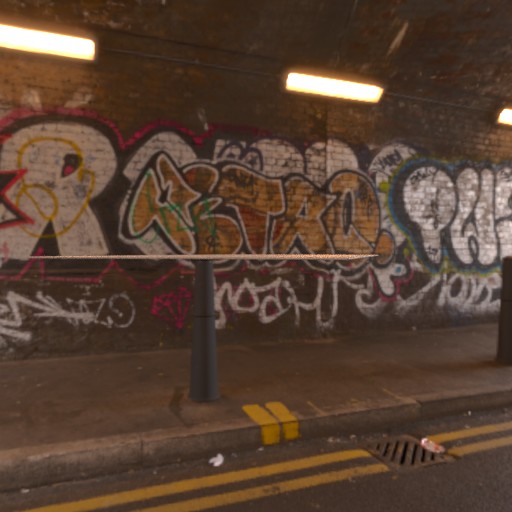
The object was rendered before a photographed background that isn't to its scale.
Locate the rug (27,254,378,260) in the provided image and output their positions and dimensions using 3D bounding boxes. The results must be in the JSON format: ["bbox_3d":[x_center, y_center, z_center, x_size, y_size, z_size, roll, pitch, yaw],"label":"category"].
[{"bbox_3d":[0.000,0.000,3.037,1.512,0.009,2.457,0,0,18],"label":"rug"}]
